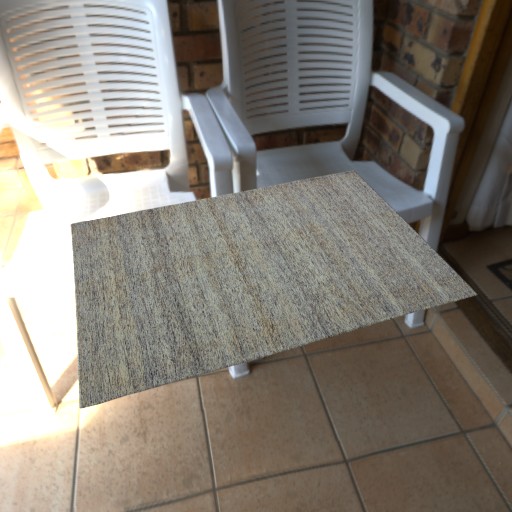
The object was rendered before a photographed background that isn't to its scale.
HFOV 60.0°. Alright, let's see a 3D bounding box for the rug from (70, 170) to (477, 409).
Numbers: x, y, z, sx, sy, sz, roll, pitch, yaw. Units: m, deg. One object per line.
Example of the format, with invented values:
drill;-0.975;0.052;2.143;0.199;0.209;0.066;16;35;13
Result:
rug;0.000;0.000;2.352;1.846;0.014;1.243;-13;43;-14
